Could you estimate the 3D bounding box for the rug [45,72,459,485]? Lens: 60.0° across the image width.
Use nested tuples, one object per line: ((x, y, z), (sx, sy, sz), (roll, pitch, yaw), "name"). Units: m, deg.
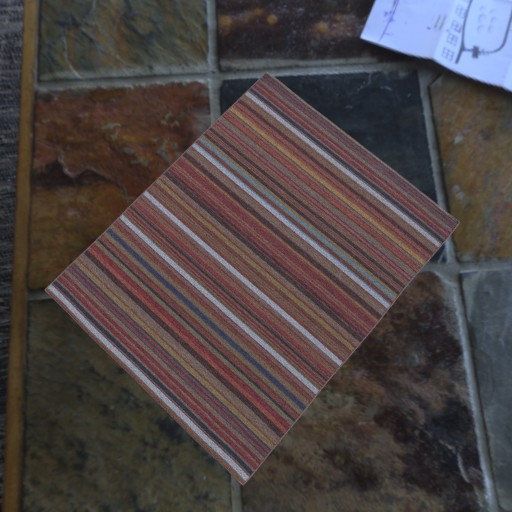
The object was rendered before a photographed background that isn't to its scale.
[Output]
((0.000, 0.000, 4.143), (2.479, 0.023, 3.092), (41, 80, 9), "rug")
